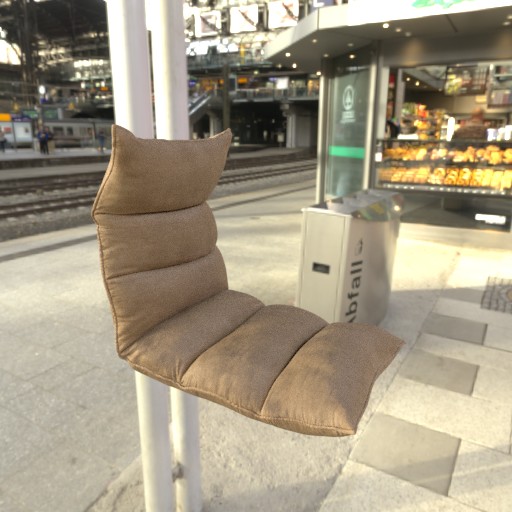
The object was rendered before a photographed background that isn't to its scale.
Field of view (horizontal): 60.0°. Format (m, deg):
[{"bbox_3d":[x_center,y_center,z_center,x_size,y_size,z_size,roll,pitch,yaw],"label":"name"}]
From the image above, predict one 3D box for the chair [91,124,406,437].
[{"bbox_3d":[0.000,0.000,1.580,0.985,0.892,0.714,8,17,28],"label":"chair"}]
